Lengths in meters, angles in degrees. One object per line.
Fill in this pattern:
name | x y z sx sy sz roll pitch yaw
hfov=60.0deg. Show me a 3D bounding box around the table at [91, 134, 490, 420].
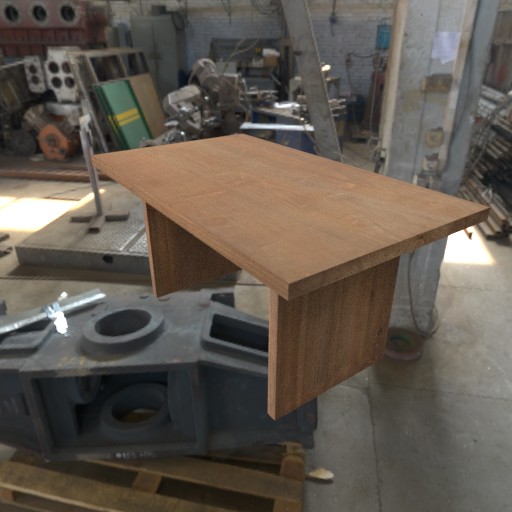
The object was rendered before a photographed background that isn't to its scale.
table | 0.000 0.000 2.124 0.946 0.780 1.609 -18 32 -31
